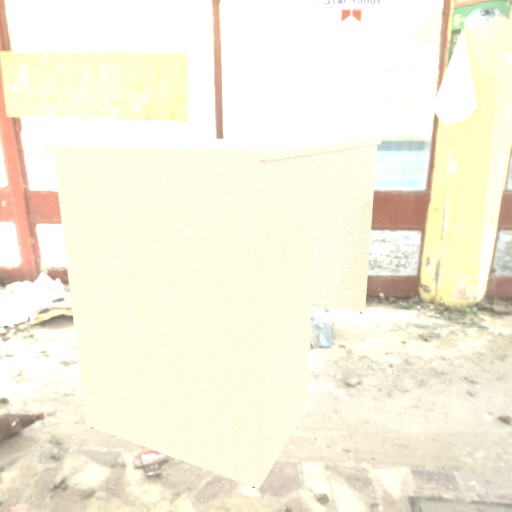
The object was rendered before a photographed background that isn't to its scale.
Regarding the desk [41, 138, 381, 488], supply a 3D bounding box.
[{"bbox_3d":[0.000,0.000,1.466,0.560,0.735,1.097,7,17,24],"label":"desk"}]
